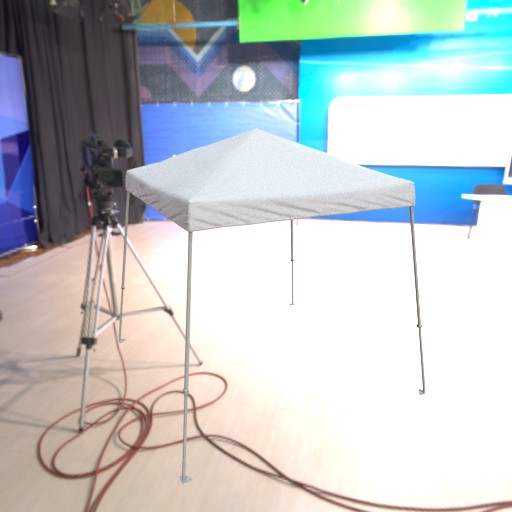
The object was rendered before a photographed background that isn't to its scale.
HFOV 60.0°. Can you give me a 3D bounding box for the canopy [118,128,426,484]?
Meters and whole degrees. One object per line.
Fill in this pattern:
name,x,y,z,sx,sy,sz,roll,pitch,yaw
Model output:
canopy,0.000,0.000,5.156,2.850,2.850,2.849,-9,19,-26
